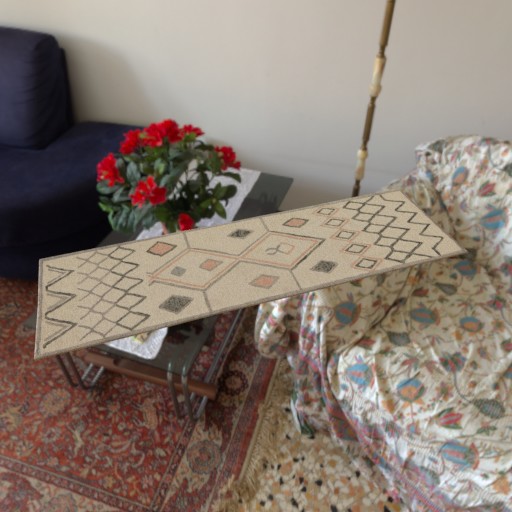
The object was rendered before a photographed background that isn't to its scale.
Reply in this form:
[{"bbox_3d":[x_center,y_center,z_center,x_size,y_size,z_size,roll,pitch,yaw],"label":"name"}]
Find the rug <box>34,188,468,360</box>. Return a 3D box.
[{"bbox_3d":[0.000,0.000,2.632,2.435,0.011,0.750,-12,42,-14],"label":"rug"}]
